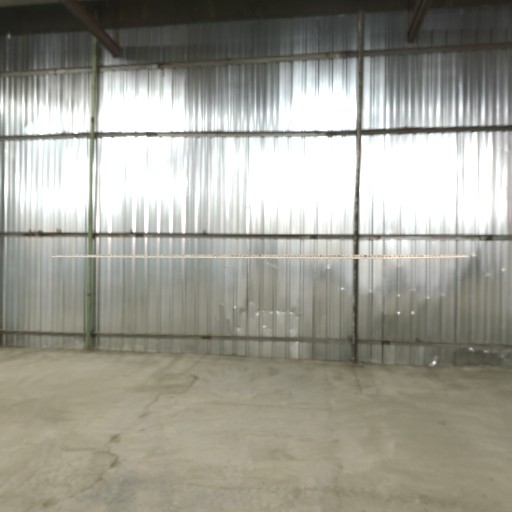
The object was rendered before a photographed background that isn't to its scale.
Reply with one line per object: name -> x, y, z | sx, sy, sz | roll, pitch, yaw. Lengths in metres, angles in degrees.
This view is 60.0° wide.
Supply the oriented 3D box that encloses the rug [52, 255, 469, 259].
rug -> 0.000, 0.000, 2.910 | 2.280, 0.015, 1.521 | 0, 0, 36
